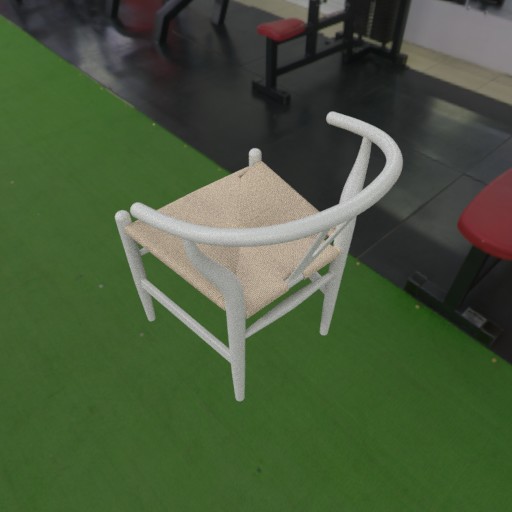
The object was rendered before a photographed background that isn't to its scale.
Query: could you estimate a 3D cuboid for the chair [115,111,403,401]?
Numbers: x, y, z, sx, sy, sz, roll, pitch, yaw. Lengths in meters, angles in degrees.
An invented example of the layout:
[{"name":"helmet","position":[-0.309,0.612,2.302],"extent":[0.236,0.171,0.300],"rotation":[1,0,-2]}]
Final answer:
[{"name":"chair","position":[0.000,0.000,1.159],"extent":[0.569,0.730,0.579],"rotation":[-31,54,-26]}]
